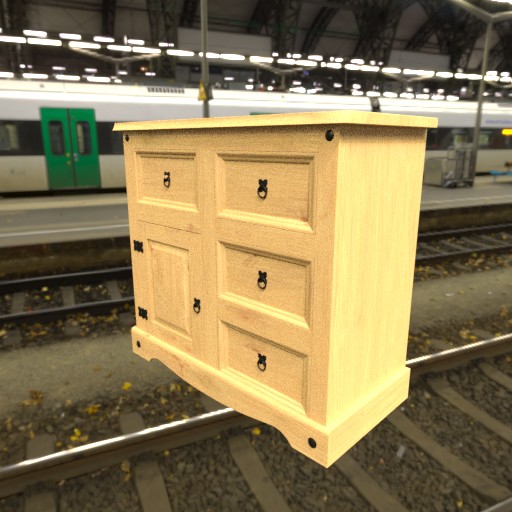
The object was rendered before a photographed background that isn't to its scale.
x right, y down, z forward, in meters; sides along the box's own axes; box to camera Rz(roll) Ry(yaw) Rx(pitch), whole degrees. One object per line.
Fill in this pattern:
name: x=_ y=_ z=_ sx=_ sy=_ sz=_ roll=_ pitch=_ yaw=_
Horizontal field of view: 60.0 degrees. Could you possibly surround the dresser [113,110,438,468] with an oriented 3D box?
dresser: x=0.000 y=0.000 z=1.430 sx=0.915 sy=0.835 sz=0.440 roll=14 pitch=20 yaw=42
